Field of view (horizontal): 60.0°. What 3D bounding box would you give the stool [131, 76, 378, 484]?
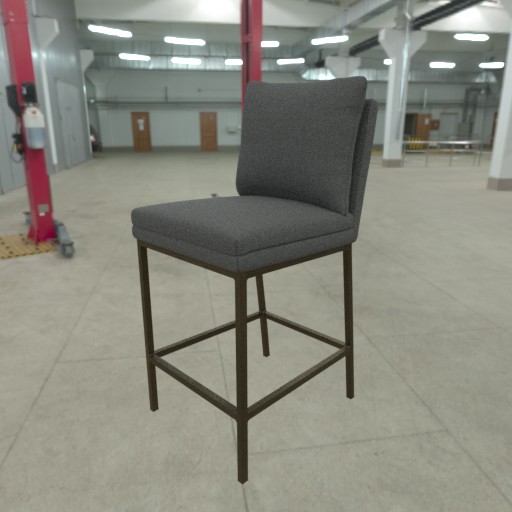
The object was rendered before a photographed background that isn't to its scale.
[{"bbox_3d":[0.000,0.000,1.333,0.569,1.030,0.463,-16,23,-42],"label":"stool"}]
